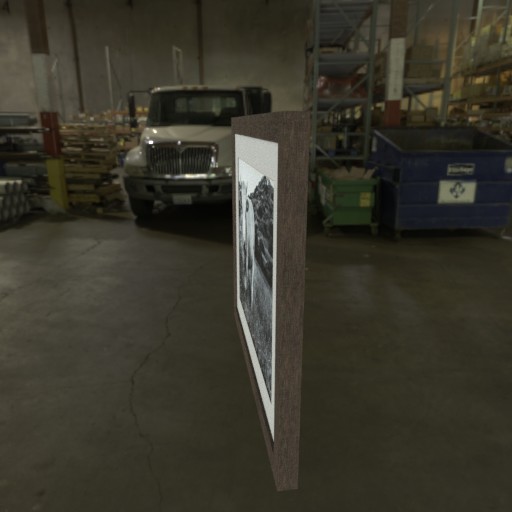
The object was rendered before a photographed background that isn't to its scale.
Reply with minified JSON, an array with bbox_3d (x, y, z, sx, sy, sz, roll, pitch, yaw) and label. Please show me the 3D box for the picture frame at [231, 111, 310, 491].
[{"bbox_3d":[0.000,0.000,0.753,0.026,0.455,0.546,-2,17,-8],"label":"picture frame"}]
